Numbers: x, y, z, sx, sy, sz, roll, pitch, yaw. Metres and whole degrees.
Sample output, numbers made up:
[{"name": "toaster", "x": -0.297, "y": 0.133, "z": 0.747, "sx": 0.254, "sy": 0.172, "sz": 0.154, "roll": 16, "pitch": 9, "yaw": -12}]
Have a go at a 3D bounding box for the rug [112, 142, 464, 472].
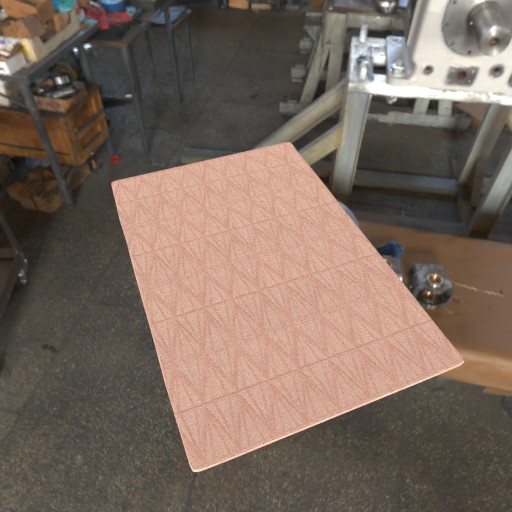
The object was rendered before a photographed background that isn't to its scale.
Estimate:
[{"name": "rug", "x": 0.000, "y": 0.000, "z": 3.041, "sx": 1.609, "sy": 0.015, "sz": 2.390, "roll": -16, "pitch": 49, "yaw": -15}]
